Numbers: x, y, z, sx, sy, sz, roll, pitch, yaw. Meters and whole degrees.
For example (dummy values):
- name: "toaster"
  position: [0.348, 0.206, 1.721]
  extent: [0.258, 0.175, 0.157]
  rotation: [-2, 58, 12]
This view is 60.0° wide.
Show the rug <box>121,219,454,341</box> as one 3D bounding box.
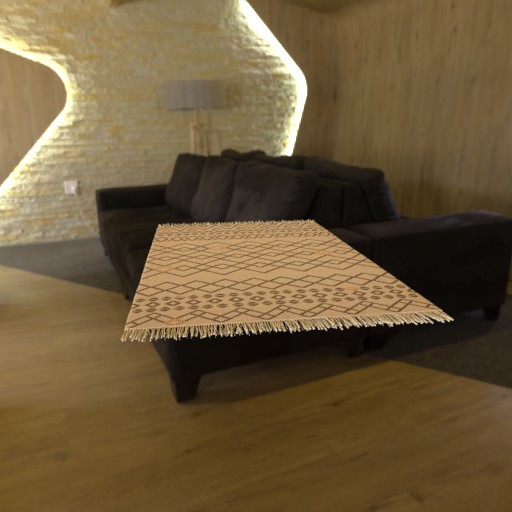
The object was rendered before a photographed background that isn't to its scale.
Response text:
- name: "rug"
  position: [0.000, 0.000, 2.539]
  extent: [1.224, 0.028, 2.023]
  rotation: [-2, 16, -8]
